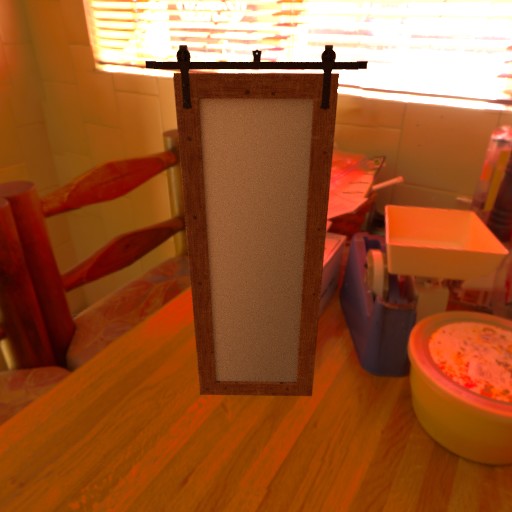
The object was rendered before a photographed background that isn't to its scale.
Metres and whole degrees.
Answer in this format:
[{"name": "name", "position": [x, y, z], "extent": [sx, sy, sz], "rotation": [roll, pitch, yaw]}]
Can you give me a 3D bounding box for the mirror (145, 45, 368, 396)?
[{"name": "mirror", "position": [0.000, 0.000, 2.080], "extent": [0.847, 1.793, 0.042], "rotation": [0, 29, 1]}]
